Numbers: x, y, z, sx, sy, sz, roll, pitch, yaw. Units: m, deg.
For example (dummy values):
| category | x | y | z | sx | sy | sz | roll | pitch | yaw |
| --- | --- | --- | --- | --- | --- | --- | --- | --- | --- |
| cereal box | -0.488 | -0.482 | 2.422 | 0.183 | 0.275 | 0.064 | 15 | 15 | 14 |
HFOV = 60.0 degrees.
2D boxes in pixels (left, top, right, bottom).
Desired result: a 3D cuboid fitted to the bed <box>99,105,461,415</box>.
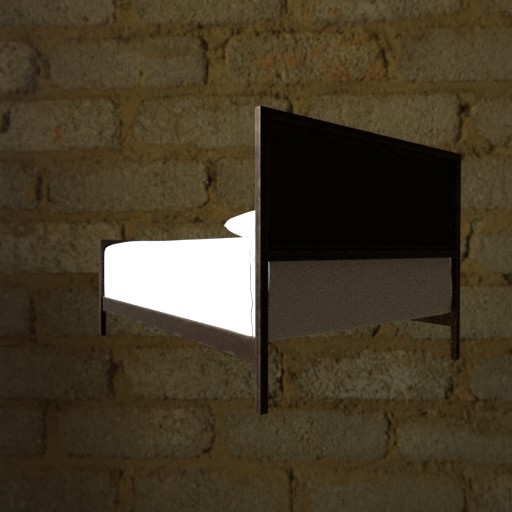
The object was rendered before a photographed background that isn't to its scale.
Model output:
| category | x | y | z | sx | sy | sz | roll | pitch | yaw |
| --- | --- | --- | --- | --- | --- | --- | --- | --- | --- |
| bed | 0.000 | 0.000 | 3.244 | 1.607 | 1.313 | 2.221 | -1 | 1 | -37 |
